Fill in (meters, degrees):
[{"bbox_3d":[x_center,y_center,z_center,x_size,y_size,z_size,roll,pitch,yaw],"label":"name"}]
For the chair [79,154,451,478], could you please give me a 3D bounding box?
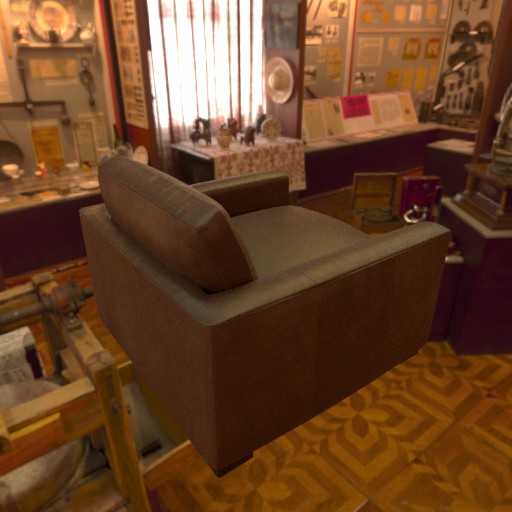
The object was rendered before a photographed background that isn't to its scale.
[{"bbox_3d":[0.000,0.000,1.802,1.069,0.812,1.100,-18,31,-32],"label":"chair"}]
